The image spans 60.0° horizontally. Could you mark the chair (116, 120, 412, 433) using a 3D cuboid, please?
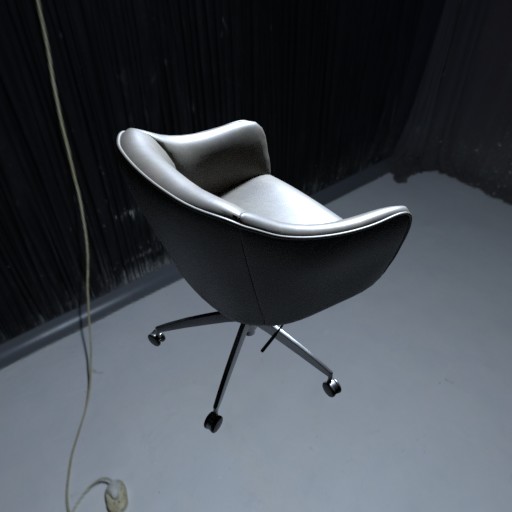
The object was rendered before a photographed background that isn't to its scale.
[{"bbox_3d":[0.000,0.000,1.383,0.689,0.827,0.713,-27,48,-27],"label":"chair"}]
